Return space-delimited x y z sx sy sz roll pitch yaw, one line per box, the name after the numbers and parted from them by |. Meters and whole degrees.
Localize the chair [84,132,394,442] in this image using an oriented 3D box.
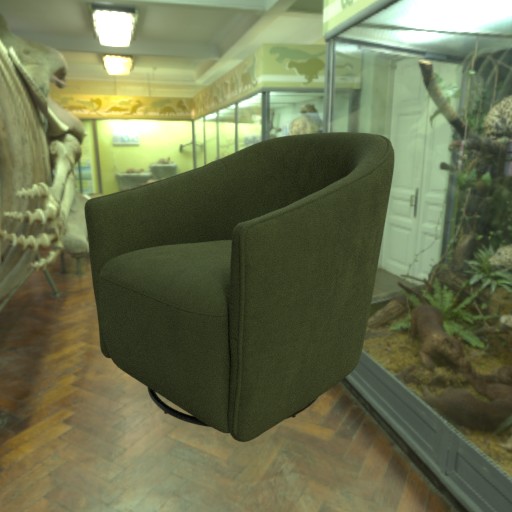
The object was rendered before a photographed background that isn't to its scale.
0.000 0.000 1.443 0.747 0.799 0.875 12 18 42 | chair
